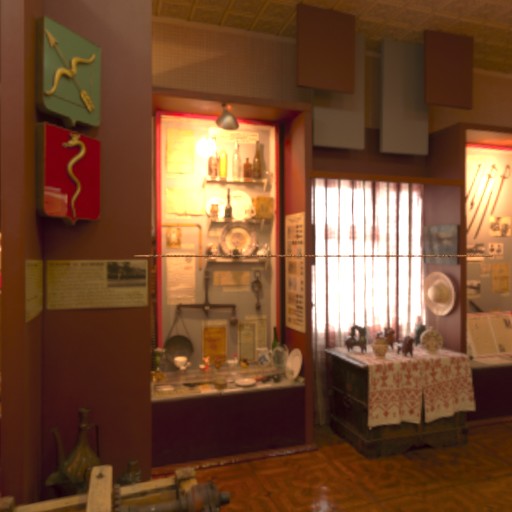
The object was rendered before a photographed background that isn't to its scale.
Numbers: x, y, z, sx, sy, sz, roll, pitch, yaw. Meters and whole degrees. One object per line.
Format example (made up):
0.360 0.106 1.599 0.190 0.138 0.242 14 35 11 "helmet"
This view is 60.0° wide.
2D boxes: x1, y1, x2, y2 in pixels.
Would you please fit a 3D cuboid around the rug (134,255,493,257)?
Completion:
0.000 0.000 2.951 1.519 0.007 2.428 0 0 -17 "rug"
